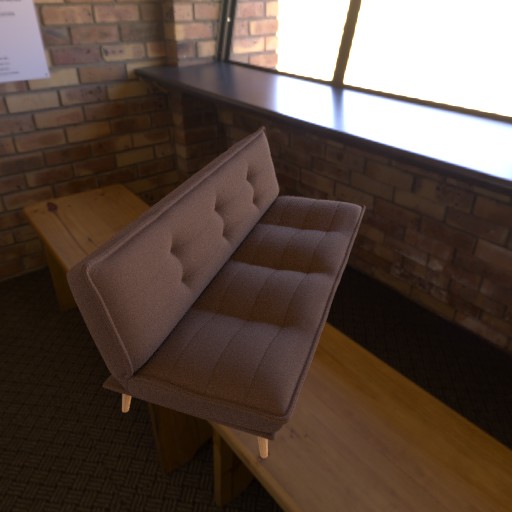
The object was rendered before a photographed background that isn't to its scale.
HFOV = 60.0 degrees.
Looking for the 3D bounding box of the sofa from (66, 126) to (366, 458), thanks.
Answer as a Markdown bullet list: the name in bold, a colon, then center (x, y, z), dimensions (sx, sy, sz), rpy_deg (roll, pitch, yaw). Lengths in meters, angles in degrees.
- **sofa**: center (0.000, 0.000, 2.452), dimensions (0.950, 0.890, 1.940), rpy_deg (11, 33, 17)
